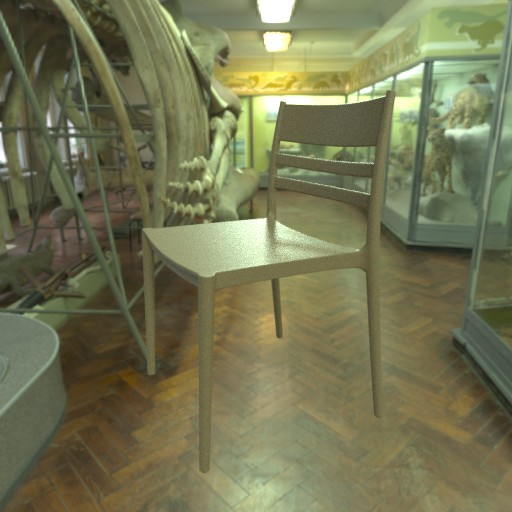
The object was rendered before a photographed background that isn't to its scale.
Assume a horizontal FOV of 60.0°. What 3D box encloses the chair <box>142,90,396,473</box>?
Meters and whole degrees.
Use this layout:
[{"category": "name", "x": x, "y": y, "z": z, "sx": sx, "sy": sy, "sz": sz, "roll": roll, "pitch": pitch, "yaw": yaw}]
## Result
[{"category": "chair", "x": 0.000, "y": 0.000, "z": 1.162, "sx": 0.511, "sy": 0.800, "sz": 0.531, "roll": -8, "pitch": 18, "yaw": -26}]
